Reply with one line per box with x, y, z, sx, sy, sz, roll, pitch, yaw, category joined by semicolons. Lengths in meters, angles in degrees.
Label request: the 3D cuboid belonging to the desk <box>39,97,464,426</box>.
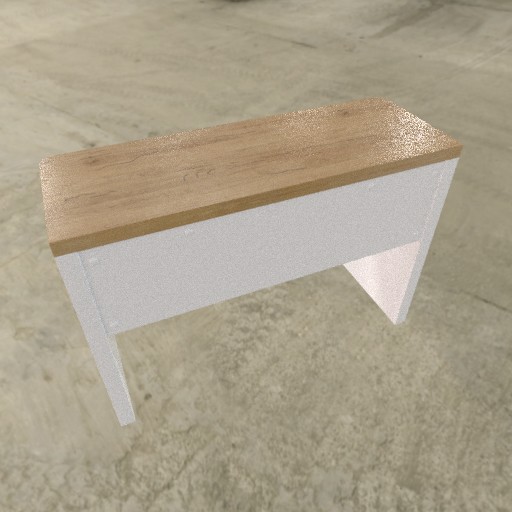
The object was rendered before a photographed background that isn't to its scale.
0.000;0.000;1.463;1.100;0.760;0.390;-16;43;-17;desk
